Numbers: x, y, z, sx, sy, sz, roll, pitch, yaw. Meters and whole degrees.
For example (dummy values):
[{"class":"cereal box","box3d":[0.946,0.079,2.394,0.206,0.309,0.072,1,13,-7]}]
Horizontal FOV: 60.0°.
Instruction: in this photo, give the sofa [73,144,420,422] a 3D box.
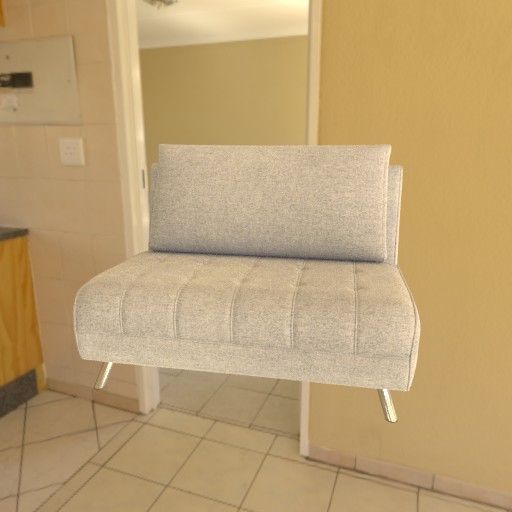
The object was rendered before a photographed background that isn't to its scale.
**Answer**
[{"class":"sofa","box3d":[0.000,0.000,1.865,1.220,0.910,0.910,3,15,10]}]
